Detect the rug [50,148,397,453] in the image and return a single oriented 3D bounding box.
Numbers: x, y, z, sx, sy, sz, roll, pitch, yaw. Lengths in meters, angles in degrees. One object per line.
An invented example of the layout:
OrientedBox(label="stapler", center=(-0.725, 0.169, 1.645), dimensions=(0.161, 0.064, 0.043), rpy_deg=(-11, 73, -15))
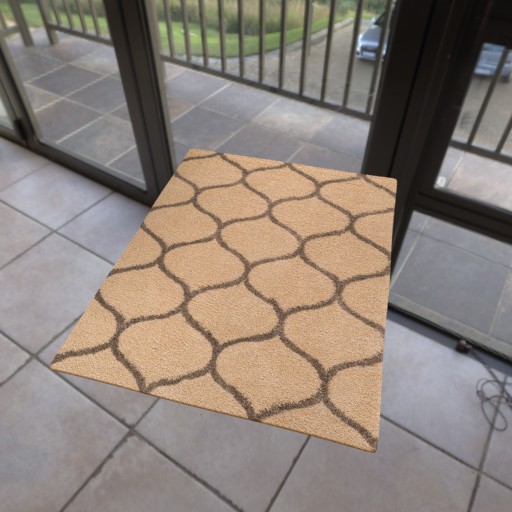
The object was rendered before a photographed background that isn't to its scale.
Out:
OrientedBox(label="rug", center=(0.000, 0.000, 4.058), dimensions=(2.399, 0.026, 3.000), rpy_deg=(11, 48, 10))
